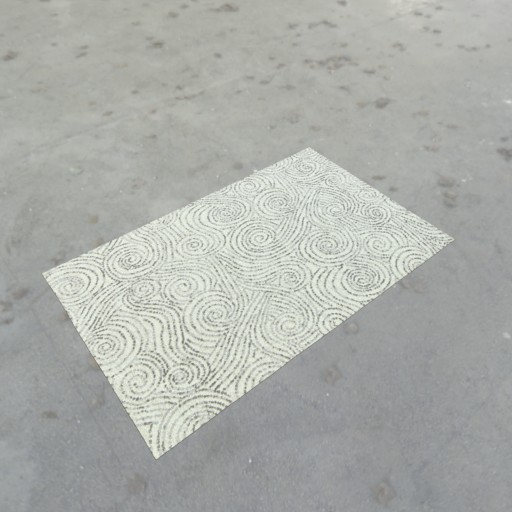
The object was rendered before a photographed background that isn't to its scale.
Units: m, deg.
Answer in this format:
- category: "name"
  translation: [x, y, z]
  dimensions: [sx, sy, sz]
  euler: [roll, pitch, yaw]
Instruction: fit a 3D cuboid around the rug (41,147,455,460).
- category: "rug"
  translation: [0.000, 0.000, 3.062]
  dimensions: [2.439, 0.005, 1.524]
  euler: [-30, 53, -25]
